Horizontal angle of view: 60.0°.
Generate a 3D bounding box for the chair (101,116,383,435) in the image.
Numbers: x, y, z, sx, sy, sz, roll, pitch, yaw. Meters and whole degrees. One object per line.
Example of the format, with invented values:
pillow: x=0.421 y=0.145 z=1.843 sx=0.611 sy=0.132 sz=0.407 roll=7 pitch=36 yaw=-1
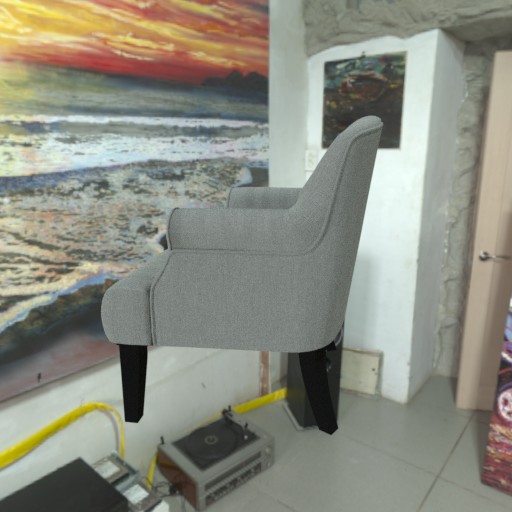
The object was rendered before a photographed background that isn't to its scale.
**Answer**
chair: x=0.000 y=0.000 z=1.476 sx=0.755 sy=0.880 sz=0.772 roll=2 pitch=14 yaw=9
